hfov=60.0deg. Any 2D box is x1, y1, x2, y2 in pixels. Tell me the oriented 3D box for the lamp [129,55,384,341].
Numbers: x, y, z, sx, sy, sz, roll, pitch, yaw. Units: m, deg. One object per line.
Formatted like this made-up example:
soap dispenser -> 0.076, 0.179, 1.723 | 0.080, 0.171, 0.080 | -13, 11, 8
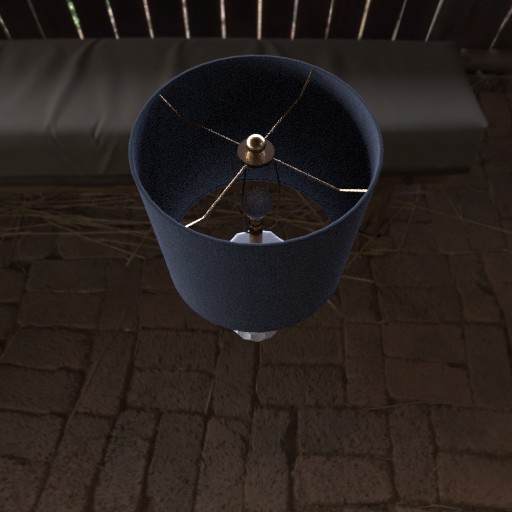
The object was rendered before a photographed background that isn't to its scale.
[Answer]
lamp -> 0.000, 0.000, 0.719 | 0.277, 0.537, 0.277 | -18, 63, -10
